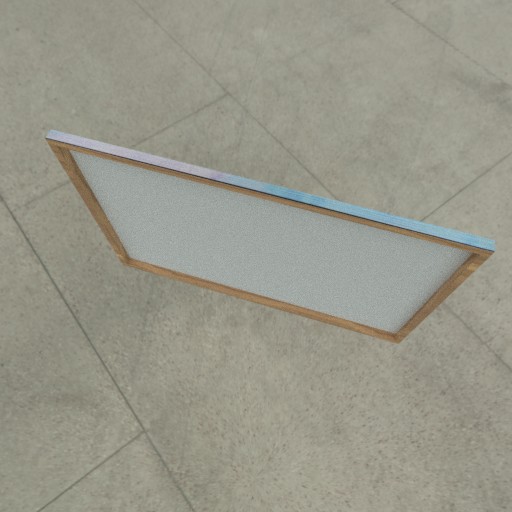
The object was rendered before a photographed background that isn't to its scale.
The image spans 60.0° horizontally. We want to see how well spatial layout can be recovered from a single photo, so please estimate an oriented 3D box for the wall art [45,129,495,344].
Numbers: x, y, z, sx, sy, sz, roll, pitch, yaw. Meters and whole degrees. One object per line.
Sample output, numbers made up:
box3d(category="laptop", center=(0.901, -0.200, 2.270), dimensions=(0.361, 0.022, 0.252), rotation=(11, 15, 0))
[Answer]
box3d(category="wall art", center=(0.000, 0.000, 0.755), dimensions=(0.604, 0.402, 0.018), rotation=(15, 64, 8))
